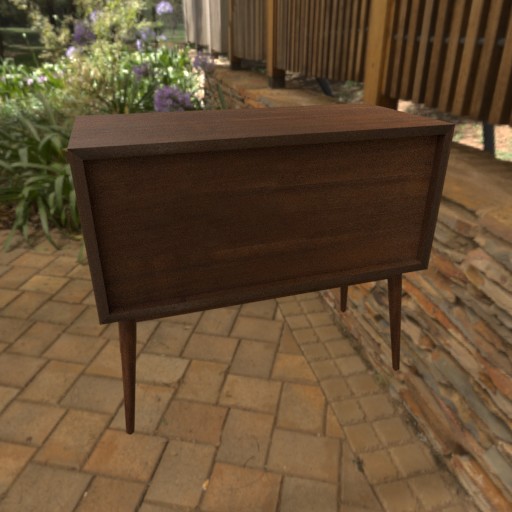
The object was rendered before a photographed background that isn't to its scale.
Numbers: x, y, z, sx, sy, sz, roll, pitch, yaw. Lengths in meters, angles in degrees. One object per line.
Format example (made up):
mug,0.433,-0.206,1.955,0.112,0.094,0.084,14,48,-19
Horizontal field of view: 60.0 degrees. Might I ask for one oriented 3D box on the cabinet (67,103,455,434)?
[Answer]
cabinet,0.000,0.000,1.099,0.743,0.654,0.354,-8,27,-16
